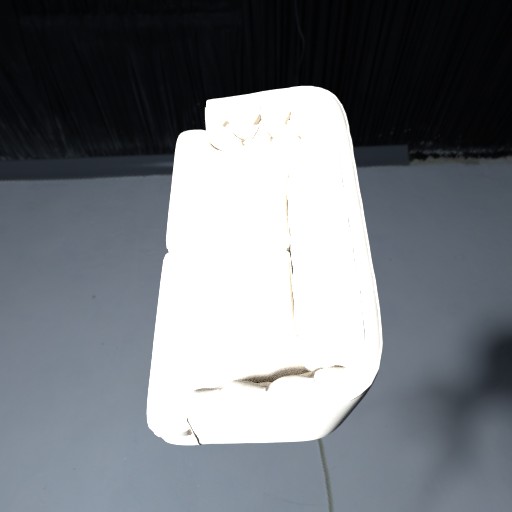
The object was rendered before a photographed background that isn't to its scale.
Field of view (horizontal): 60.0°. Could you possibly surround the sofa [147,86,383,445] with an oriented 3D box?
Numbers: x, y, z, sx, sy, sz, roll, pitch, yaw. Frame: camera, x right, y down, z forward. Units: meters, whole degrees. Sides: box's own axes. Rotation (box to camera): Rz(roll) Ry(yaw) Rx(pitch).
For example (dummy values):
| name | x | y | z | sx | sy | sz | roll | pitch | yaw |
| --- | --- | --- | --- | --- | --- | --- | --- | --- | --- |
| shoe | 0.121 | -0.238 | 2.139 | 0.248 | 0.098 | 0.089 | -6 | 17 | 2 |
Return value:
| name | x | y | z | sx | sy | sz | roll | pitch | yaw |
| --- | --- | --- | --- | --- | --- | --- | --- | --- | --- |
| sofa | 0.000 | 0.000 | 2.281 | 0.940 | 0.878 | 1.731 | -1 | 59 | 0 |
